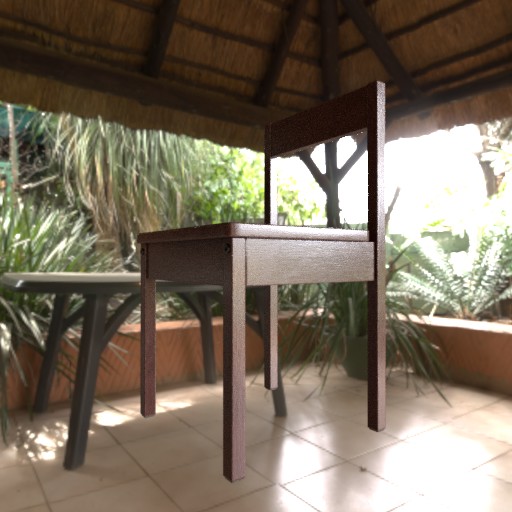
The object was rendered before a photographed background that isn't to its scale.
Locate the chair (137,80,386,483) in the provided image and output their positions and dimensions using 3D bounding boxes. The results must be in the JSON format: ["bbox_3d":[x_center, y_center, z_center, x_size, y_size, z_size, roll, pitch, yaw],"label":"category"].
[{"bbox_3d":[0.000,0.000,0.889,0.361,0.668,0.367,0,0,-36],"label":"chair"}]
